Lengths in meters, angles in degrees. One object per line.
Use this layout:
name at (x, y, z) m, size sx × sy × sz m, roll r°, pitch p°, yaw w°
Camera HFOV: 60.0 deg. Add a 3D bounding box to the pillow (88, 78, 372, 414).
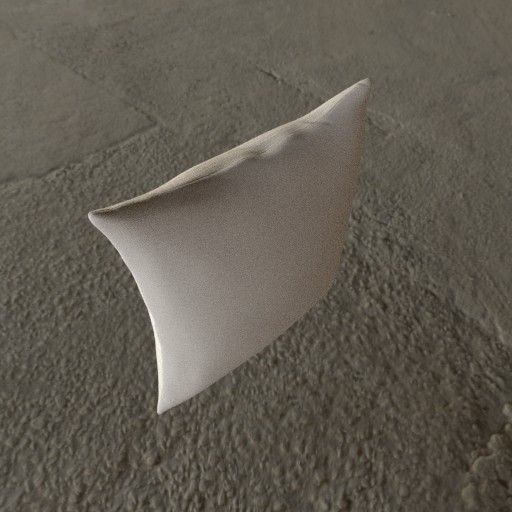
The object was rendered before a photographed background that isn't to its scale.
pillow at (0.000, 0.000, 0.787) m, size 0.512 × 0.497 × 0.204 m, roll -33°, pitch 54°, yaw -28°
